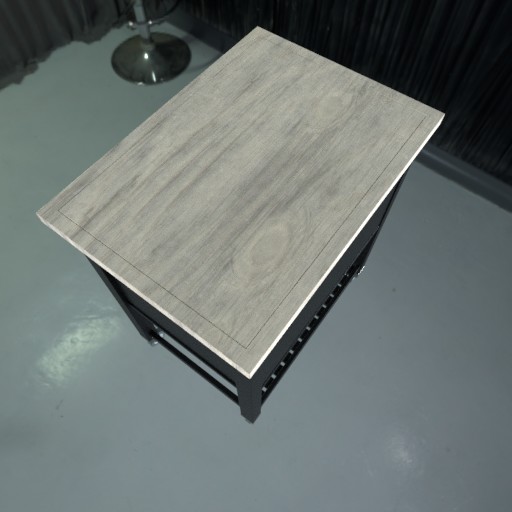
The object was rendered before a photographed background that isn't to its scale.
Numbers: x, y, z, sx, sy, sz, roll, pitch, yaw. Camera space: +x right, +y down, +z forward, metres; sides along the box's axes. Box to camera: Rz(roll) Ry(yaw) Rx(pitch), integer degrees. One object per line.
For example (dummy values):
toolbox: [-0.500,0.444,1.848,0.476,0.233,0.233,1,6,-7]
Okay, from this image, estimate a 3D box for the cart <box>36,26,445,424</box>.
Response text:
cart: [0.000,0.000,1.411,0.567,0.920,0.797,33,66,17]
